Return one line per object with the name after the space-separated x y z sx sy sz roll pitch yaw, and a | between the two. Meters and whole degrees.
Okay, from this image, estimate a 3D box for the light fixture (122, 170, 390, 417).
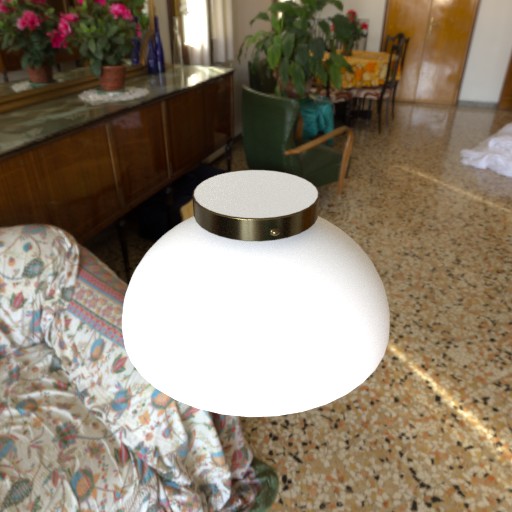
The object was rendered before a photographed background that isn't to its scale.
0.000 0.000 0.565 0.355 0.177 0.355 0 31 0 | light fixture
